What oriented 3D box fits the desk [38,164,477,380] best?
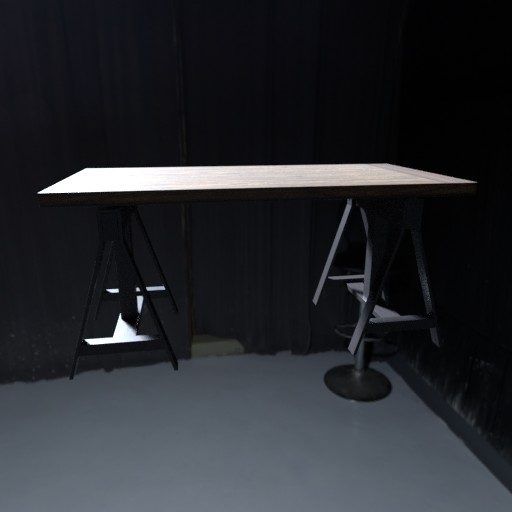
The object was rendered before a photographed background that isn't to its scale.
[{"bbox_3d":[0.000,0.000,1.989,1.543,0.725,0.784,-3,17,-9],"label":"desk"}]
